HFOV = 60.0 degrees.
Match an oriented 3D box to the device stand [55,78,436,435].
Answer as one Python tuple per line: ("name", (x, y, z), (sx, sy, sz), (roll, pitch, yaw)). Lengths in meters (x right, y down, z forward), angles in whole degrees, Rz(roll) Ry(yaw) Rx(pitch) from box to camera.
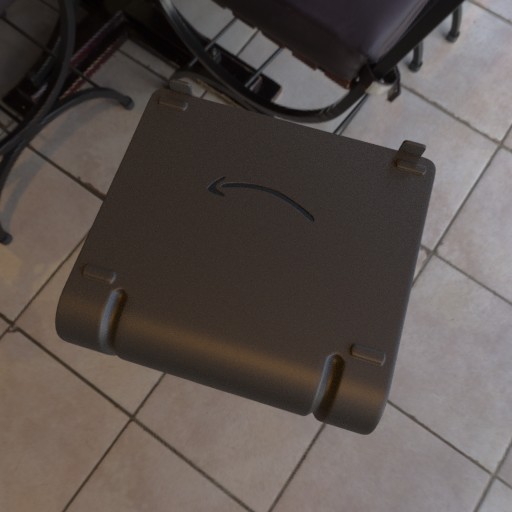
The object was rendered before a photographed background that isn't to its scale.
("device stand", (0.000, 0.000, 0.401), (0.256, 0.155, 0.236), (16, 76, 4))
